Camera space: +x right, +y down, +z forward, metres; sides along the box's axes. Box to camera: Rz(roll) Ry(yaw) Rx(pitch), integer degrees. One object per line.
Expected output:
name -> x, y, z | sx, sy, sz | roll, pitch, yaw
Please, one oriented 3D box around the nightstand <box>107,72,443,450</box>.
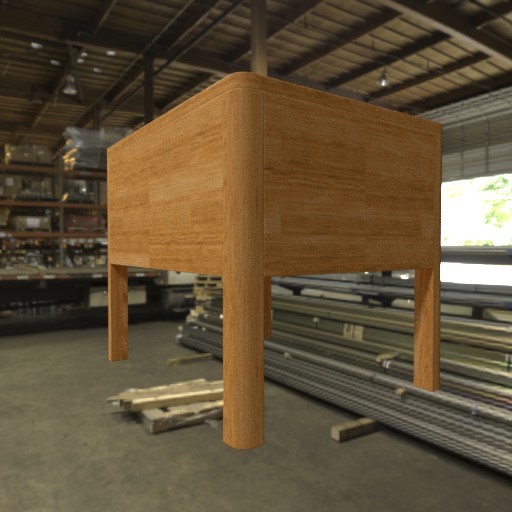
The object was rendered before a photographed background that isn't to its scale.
nightstand -> 0.000, 0.000, 0.897 | 0.440, 0.470, 0.560 | -1, 2, -35
